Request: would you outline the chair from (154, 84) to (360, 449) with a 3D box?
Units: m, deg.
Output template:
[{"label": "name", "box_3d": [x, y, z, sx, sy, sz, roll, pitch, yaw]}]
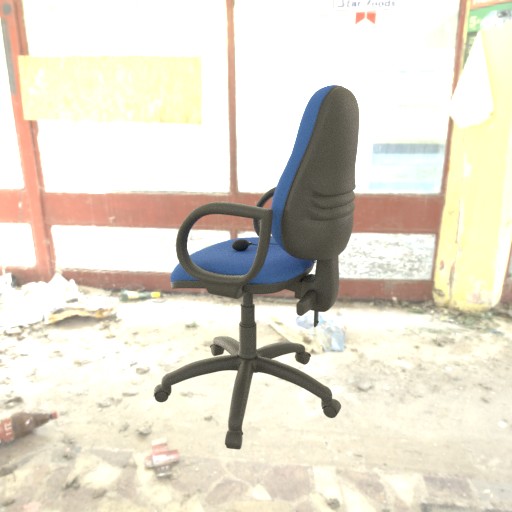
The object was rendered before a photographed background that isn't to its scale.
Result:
[{"label": "chair", "box_3d": [0.000, 0.000, 1.285, 0.549, 0.905, 0.552, 8, 17, 26]}]
